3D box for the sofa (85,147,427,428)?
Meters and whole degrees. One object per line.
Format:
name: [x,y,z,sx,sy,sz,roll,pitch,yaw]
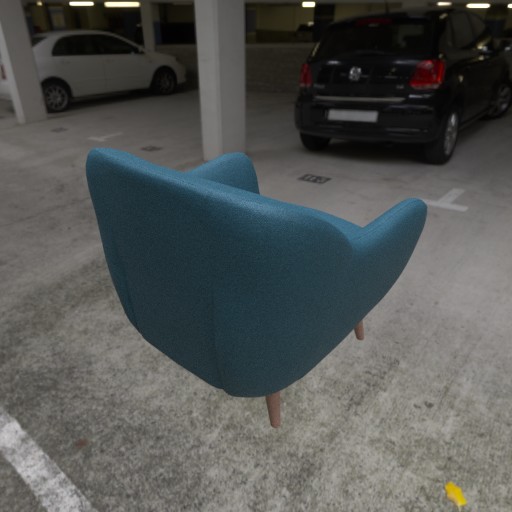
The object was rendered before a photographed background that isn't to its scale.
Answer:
sofa: [0.000,0.000,1.494,0.836,0.817,0.825,23,37,34]
